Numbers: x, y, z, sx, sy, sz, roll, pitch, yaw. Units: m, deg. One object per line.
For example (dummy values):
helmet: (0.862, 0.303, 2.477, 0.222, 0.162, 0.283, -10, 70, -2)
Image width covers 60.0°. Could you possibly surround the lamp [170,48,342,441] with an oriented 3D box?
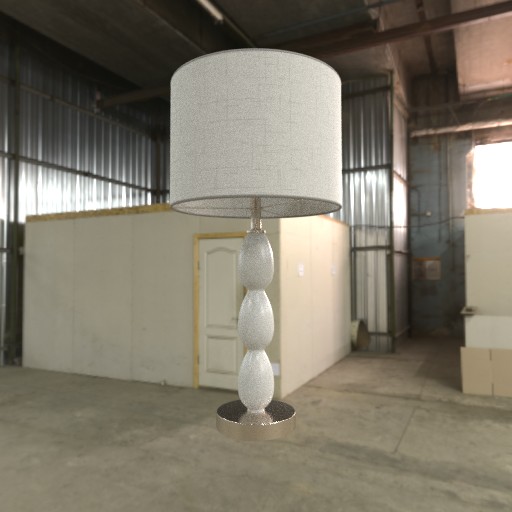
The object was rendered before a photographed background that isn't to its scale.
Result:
lamp: (0.000, 0.000, 0.735, 0.282, 0.559, 0.280, 1, -1, -35)
